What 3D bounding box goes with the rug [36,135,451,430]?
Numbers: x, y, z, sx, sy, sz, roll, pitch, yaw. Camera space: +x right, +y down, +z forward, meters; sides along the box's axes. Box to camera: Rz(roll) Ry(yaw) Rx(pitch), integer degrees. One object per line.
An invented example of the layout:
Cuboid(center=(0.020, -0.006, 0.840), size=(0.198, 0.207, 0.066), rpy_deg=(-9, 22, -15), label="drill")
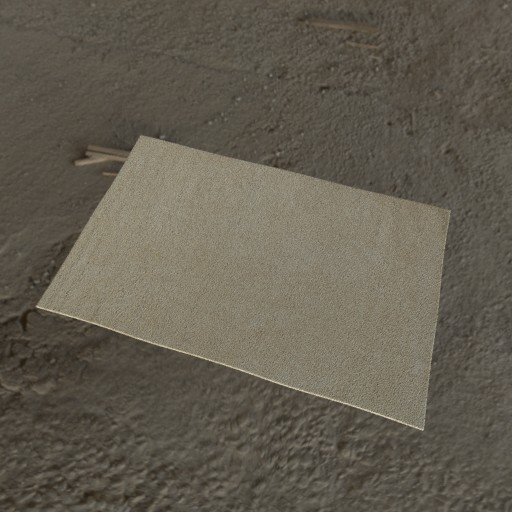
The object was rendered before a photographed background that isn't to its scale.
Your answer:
Cuboid(center=(0.000, 0.000, 2.893), size=(2.346, 0.025, 1.500), rpy_deg=(15, 61, 9), label="rug")
